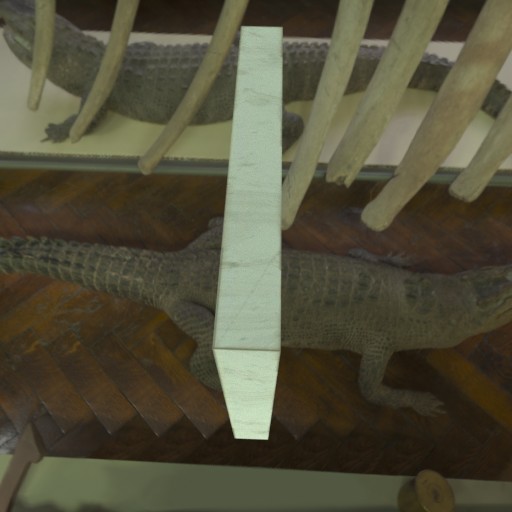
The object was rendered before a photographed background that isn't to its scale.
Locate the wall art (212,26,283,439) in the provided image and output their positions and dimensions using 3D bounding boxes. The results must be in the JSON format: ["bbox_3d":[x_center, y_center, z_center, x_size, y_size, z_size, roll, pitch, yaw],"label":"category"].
[{"bbox_3d":[0.000,0.000,0.454,0.038,0.303,0.305,2,59,1],"label":"wall art"}]
